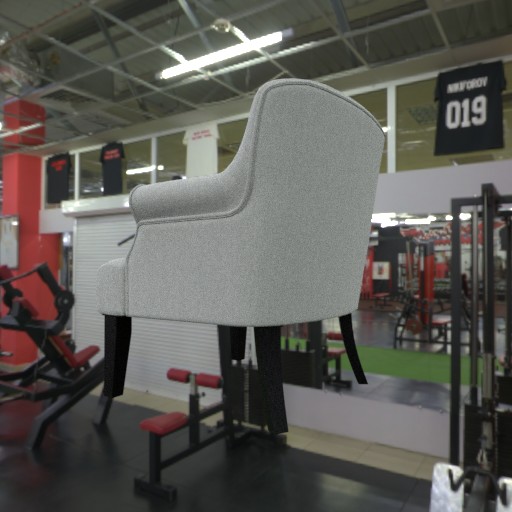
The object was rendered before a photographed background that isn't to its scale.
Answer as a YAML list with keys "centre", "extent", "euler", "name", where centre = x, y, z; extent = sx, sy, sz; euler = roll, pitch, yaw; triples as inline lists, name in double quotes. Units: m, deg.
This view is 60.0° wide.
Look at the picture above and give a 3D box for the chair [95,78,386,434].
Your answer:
- centre: [0.000, 0.000, 1.469]
  extent: [0.750, 0.875, 0.781]
  euler: [-1, -1, 35]
  name: "chair"
